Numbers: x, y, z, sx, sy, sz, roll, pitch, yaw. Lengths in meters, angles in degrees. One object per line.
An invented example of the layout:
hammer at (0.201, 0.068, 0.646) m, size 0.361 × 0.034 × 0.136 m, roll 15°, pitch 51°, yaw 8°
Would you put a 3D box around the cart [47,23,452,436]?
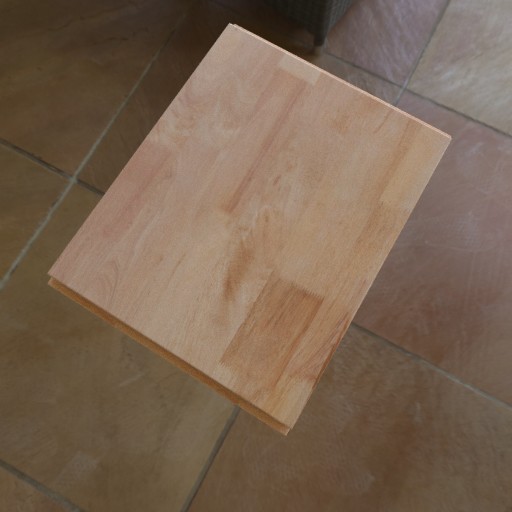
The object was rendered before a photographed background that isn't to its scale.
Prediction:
cart at (0.000, 0.000, 1.218) m, size 0.508 × 0.838 × 0.640 m, roll 30°, pitch 78°, yaw 7°
